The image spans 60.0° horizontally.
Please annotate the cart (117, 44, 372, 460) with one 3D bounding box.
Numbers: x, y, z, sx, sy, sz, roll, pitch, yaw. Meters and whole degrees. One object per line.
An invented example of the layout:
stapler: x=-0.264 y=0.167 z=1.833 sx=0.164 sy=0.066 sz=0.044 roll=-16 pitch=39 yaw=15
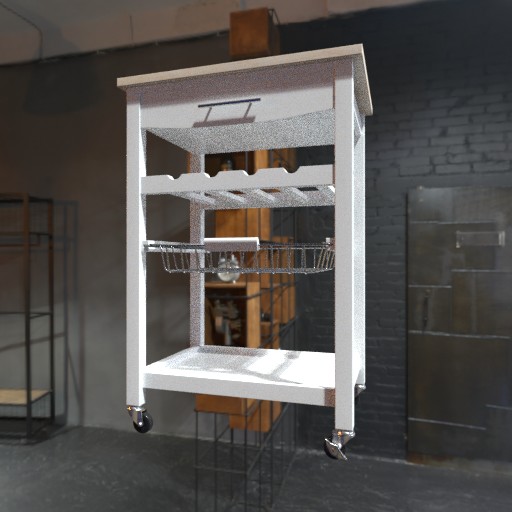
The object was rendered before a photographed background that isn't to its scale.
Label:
cart: x=0.000 y=0.000 z=1.174 sx=0.578 sy=0.857 sz=0.406 roll=0 pitch=0 yaw=18
